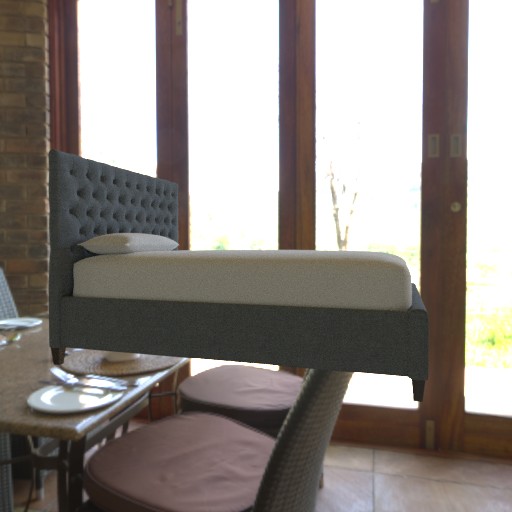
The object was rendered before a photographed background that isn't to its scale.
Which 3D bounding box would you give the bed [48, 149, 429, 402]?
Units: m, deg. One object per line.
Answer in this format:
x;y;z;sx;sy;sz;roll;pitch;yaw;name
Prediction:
0.000;0.000;3.330;2.335;1.411;1.698;0;1;18;bed
